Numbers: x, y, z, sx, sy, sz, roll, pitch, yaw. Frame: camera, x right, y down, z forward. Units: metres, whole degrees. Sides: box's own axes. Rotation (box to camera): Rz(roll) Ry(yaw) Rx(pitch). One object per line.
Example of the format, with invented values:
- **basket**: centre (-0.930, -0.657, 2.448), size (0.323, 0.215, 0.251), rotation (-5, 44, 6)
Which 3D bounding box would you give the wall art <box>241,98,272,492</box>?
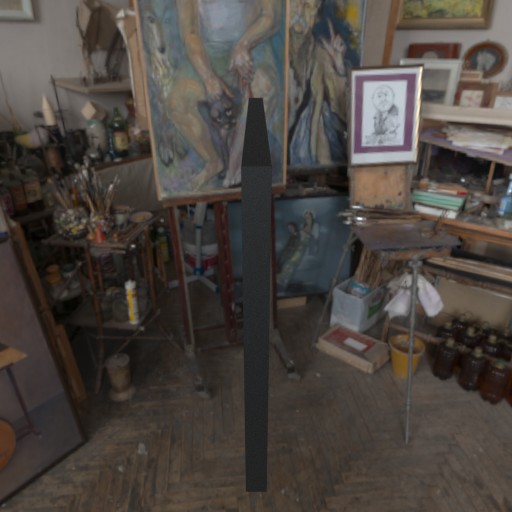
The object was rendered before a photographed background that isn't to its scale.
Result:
- **wall art**: centre (0.000, 0.000, 0.766), size (0.029, 0.457, 0.558), rotation (0, 26, 0)
